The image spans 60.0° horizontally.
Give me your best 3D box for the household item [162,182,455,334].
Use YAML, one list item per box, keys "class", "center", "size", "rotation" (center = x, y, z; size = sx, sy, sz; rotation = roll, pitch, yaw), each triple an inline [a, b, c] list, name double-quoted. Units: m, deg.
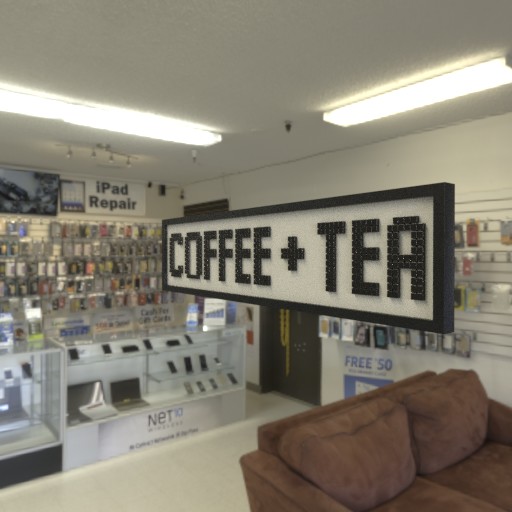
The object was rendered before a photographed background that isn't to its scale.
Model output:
- class: "household item"
  center: [0.000, 0.000, 1.092]
  size: [0.030, 0.236, 1.001]
  rotation: [0, 1, -37]
